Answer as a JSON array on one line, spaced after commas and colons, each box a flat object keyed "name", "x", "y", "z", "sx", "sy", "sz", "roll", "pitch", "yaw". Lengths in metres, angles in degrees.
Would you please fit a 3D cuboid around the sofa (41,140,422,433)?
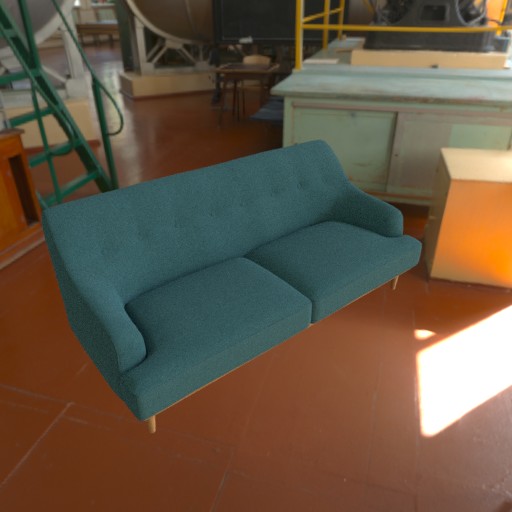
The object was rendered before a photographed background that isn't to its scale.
[{"name": "sofa", "x": 0.000, "y": 0.000, "z": 2.615, "sx": 2.057, "sy": 0.871, "sz": 0.978, "roll": -22, "pitch": 37, "yaw": -33}]
